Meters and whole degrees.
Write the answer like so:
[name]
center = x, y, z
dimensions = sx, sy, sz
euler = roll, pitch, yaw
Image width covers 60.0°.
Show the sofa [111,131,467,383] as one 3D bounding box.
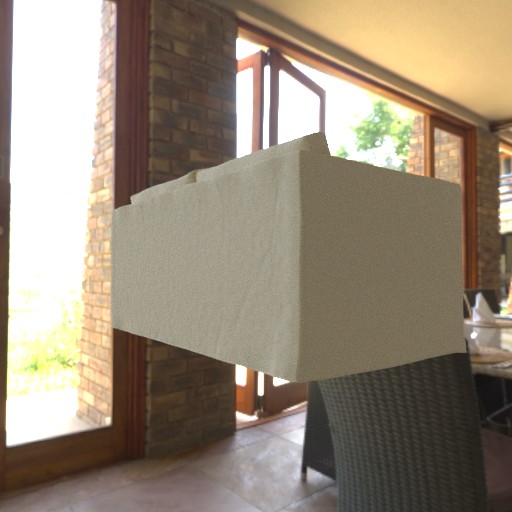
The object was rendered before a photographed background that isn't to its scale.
[sofa]
center = 0.000, 0.000, 2.291
dimensions = 0.962, 0.834, 1.746
euler = 1, -2, -37
